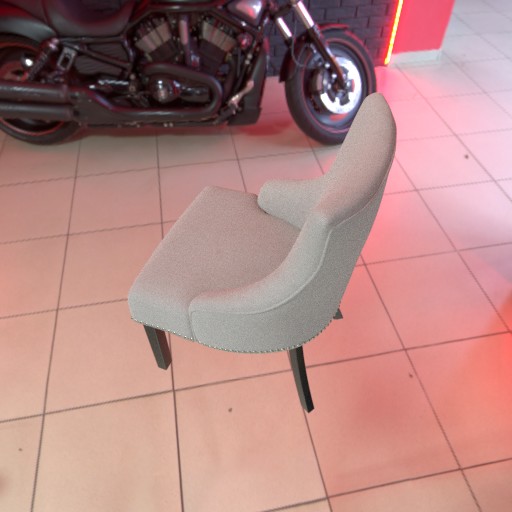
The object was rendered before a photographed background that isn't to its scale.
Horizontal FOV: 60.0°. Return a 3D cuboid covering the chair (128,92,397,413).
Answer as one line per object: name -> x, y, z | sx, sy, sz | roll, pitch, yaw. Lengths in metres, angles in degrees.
chair -> 0.000, 0.000, 1.343 | 0.629, 0.909, 0.566 | 17, 50, 14
